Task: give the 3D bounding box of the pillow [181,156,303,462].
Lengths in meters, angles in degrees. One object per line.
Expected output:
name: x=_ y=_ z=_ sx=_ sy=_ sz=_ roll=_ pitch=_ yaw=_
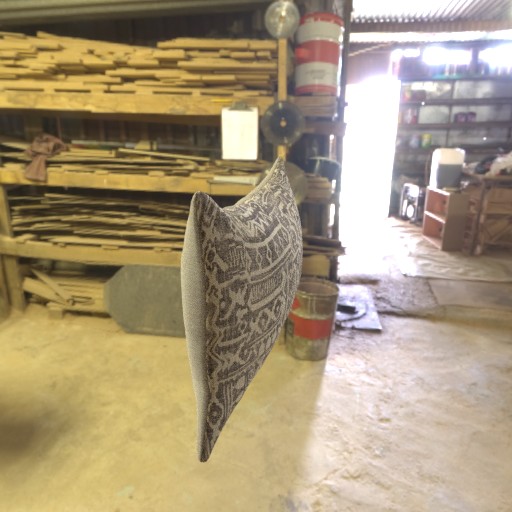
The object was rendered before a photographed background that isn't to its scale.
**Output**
pillow: x=0.000 y=0.000 z=0.733 sx=0.148 sy=0.290 sz=0.631 roll=3 pitch=16 yaw=10
